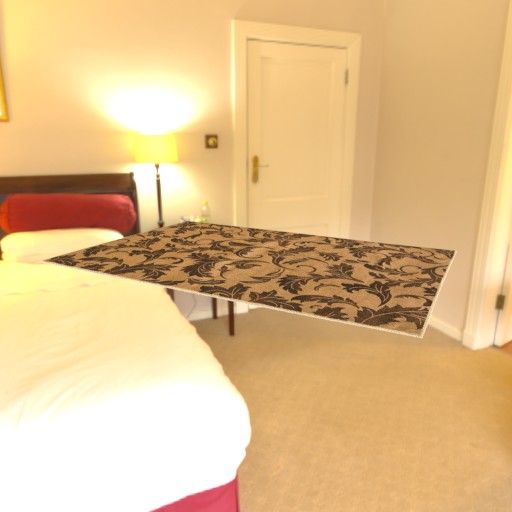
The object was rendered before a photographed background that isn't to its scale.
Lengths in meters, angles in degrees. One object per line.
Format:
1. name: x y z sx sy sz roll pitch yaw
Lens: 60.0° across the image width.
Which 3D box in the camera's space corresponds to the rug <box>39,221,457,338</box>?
1. rug: 0.000 0.000 2.892 2.284 0.008 1.522 8 17 27
